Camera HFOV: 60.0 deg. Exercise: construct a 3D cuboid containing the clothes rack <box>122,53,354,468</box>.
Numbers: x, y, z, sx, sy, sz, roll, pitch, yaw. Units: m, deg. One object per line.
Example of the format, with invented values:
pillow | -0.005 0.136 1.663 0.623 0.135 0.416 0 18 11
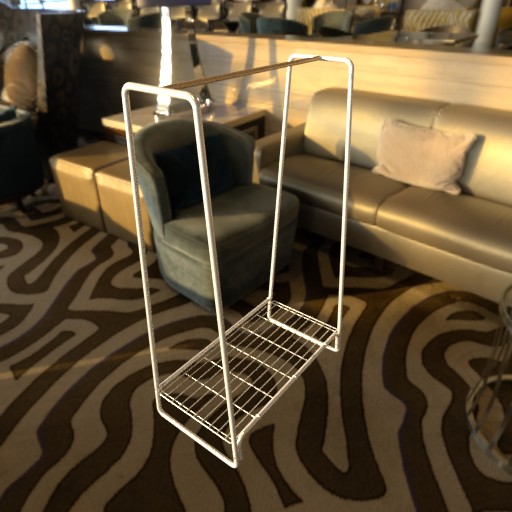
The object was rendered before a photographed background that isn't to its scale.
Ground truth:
clothes rack | 0.000 0.000 1.902 0.495 1.500 0.900 22 37 32
